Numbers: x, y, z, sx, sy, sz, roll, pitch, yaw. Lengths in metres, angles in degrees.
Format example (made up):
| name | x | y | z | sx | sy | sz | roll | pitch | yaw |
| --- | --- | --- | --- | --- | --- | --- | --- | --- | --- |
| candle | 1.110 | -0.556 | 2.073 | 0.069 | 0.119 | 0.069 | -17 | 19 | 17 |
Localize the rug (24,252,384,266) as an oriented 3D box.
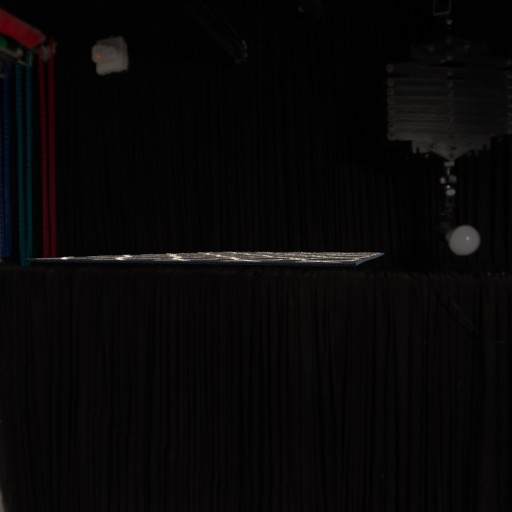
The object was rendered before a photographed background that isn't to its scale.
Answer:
| name | x | y | z | sx | sy | sz | roll | pitch | yaw |
| --- | --- | --- | --- | --- | --- | --- | --- | --- | --- |
| rug | 0.000 | 0.000 | 2.907 | 1.528 | 0.014 | 2.294 | 0 | 1 | 18 |
